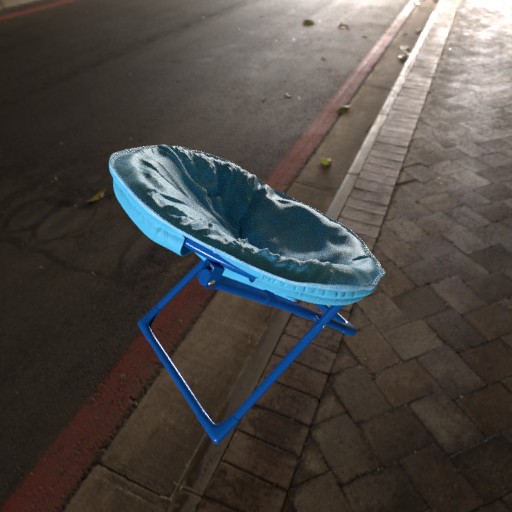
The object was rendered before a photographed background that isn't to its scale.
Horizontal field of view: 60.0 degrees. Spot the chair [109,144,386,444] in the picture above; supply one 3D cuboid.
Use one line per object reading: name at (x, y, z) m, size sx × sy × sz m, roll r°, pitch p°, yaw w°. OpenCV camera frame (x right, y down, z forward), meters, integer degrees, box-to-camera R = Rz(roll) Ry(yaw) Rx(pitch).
chair at (0.000, 0.000, 0.884) m, size 0.465 × 0.478 × 0.520 m, roll -24°, pitch 45°, yaw -26°
